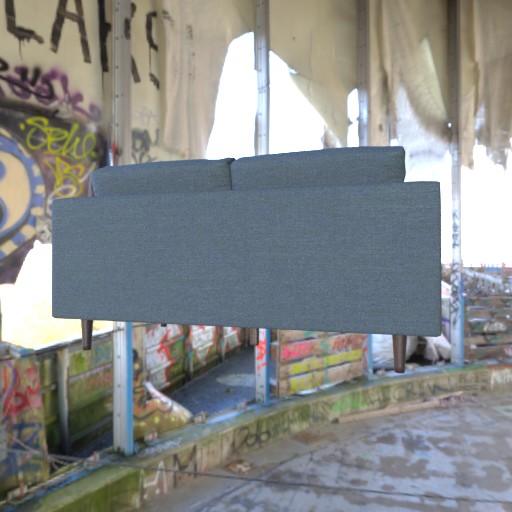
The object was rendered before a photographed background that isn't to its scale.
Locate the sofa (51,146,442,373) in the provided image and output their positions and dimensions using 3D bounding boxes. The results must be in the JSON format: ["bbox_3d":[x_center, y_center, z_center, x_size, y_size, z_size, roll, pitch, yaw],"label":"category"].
[{"bbox_3d":[0.000,0.000,2.262,1.659,0.907,0.999,0,0,17],"label":"sofa"}]
